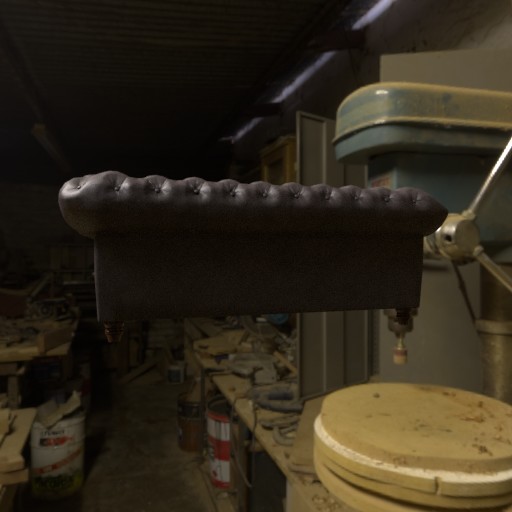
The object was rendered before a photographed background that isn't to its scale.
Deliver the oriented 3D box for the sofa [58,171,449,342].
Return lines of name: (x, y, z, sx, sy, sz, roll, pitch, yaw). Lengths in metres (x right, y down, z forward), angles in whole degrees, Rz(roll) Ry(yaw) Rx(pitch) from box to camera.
sofa: (0.000, 0.000, 2.568, 2.048, 0.779, 0.944, 0, 1, -18)
